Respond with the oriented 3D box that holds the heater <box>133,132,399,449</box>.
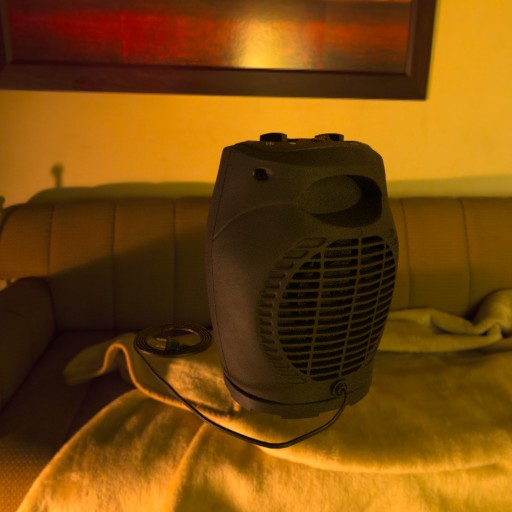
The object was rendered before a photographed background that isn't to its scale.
[{"bbox_3d":[0.000,0.000,0.478,0.239,0.255,0.291,-7,16,-26],"label":"heater"}]
